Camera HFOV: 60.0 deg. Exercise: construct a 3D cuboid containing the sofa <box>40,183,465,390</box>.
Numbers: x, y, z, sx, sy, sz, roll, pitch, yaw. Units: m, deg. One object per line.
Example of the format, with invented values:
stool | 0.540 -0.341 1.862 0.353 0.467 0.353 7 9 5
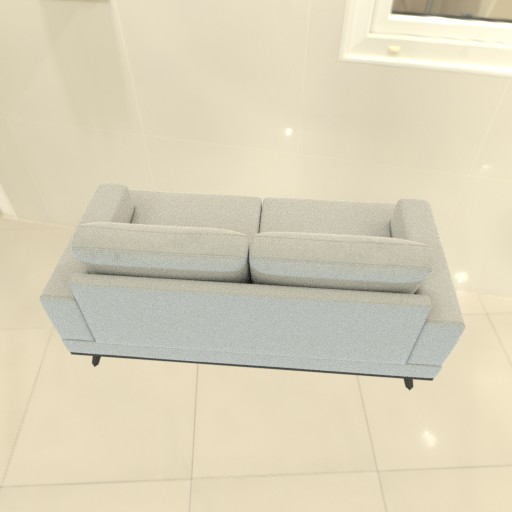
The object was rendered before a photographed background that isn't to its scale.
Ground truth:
sofa | 0.000 0.000 2.111 1.650 0.810 0.920 3 47 3
